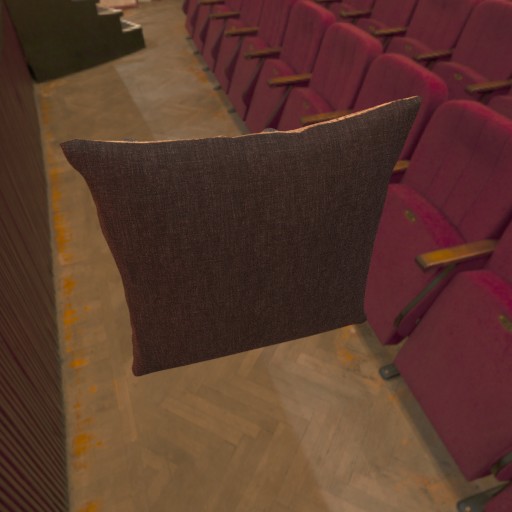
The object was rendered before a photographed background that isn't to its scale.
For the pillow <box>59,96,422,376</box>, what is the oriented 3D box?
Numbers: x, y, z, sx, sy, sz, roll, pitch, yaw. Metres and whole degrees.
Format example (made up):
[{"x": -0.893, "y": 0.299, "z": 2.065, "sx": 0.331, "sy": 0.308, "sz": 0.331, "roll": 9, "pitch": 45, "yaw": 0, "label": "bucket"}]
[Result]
[{"x": 0.000, "y": 0.000, "z": 0.767, "sx": 0.510, "sy": 0.510, "sz": 0.145, "roll": -11, "pitch": 43, "yaw": -12, "label": "pillow"}]
